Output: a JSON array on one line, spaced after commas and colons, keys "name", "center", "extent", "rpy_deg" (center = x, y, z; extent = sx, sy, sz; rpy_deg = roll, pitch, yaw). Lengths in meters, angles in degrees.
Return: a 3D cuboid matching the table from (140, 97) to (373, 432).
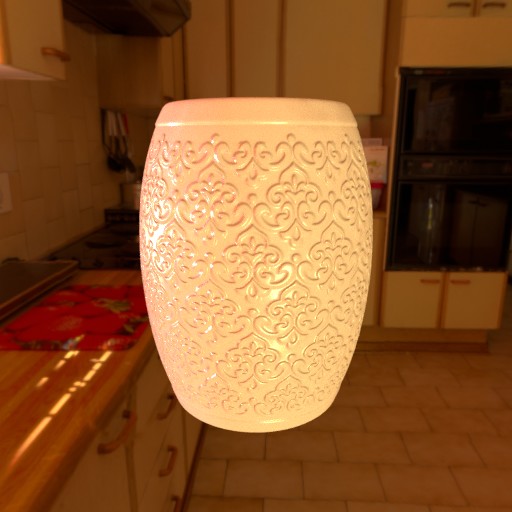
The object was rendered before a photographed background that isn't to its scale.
[{"name": "table", "center": [0.000, 0.000, 0.612], "extent": [0.309, 0.397, 0.309], "rpy_deg": [0, 15, 0]}]
